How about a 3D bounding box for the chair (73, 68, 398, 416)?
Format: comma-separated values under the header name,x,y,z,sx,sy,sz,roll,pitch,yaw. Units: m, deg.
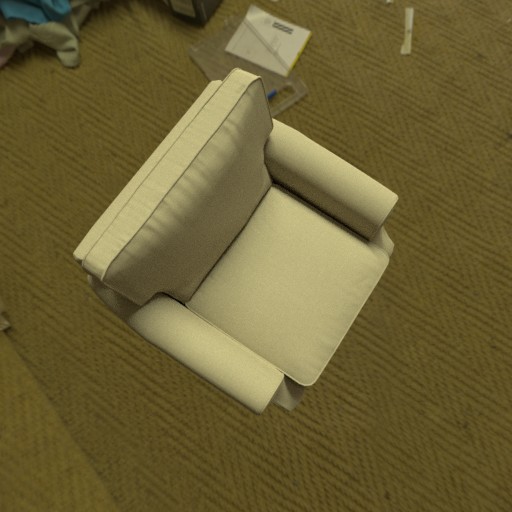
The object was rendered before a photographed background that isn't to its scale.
name,x,y,z,sx,sy,sz,roll,pitch,yaw
chair,0.000,0.000,1.806,0.966,0.967,1.029,33,78,8
